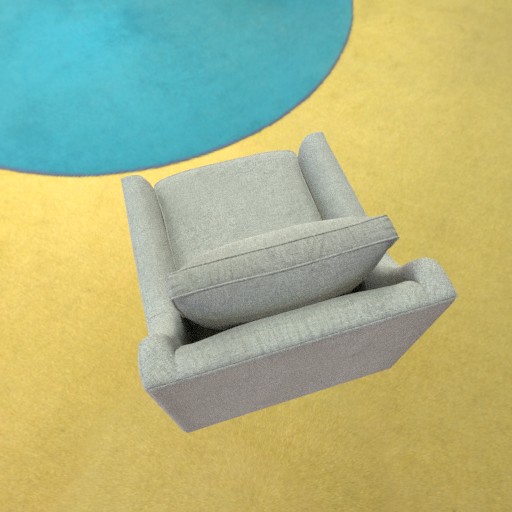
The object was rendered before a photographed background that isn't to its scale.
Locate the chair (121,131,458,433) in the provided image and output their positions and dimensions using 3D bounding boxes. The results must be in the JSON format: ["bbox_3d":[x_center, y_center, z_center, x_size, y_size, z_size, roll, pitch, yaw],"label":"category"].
[{"bbox_3d":[0.000,0.000,1.589,0.838,0.864,0.918,-15,61,-8],"label":"chair"}]
